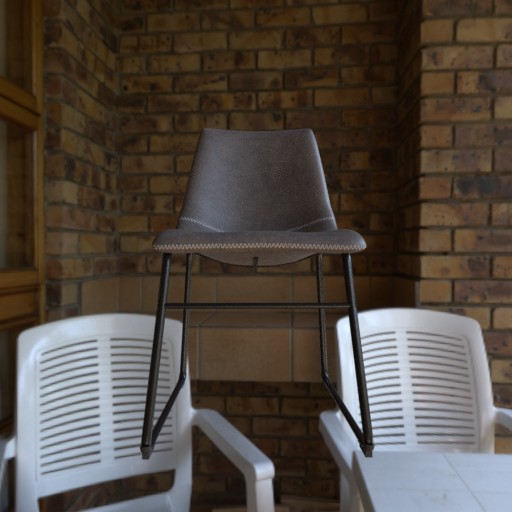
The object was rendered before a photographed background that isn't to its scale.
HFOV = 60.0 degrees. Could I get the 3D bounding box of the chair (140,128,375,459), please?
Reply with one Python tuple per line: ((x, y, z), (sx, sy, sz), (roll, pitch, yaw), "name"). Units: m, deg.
((0.000, 0.000, 1.118), (0.460, 0.780, 0.550), (0, 1, -1), "chair")
